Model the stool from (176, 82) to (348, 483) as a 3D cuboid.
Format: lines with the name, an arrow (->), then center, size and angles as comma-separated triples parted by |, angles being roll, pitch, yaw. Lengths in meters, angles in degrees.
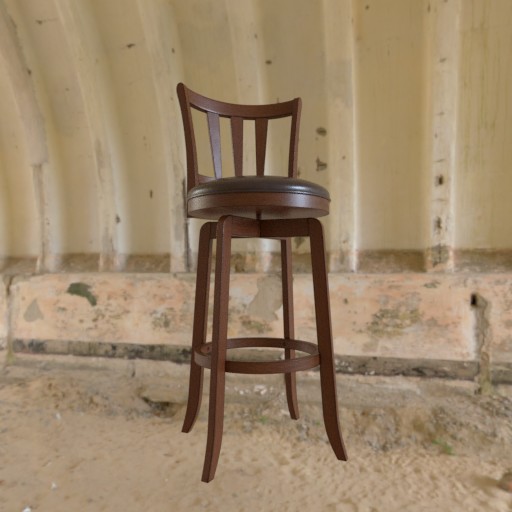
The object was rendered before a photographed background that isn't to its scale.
stool -> 0.000, 0.000, 1.416 | 0.464, 1.177, 0.503 | 0, -1, -18
